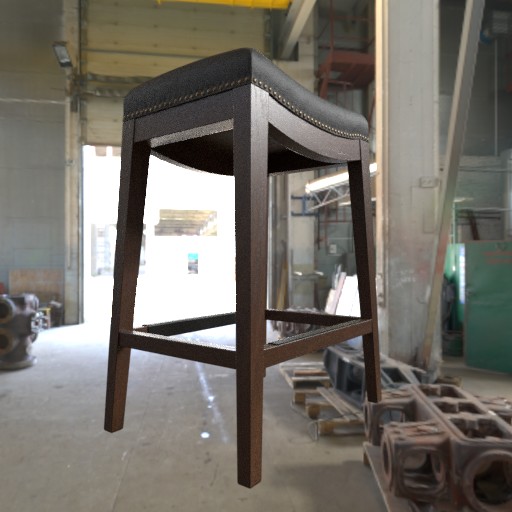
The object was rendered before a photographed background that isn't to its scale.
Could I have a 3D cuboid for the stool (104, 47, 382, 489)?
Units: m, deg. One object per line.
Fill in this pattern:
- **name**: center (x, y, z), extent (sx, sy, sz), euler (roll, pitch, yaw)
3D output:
- **stool**: center (0.000, 0.000, 0.929), extent (0.353, 0.664, 0.490), euler (0, 0, 37)
